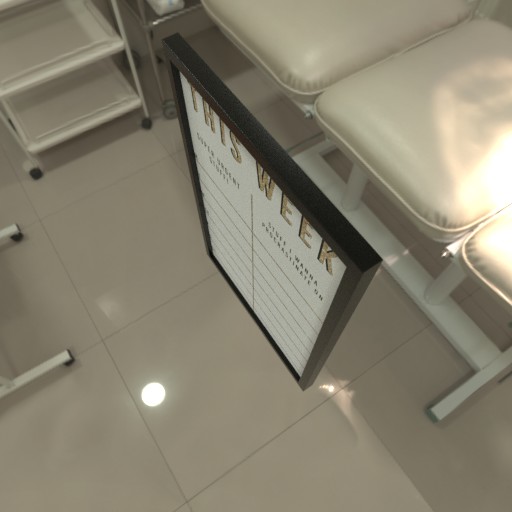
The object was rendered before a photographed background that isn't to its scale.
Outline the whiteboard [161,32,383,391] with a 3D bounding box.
[{"bbox_3d":[0.000,0.000,0.775,0.026,0.611,0.406,-31,67,-15],"label":"whiteboard"}]
